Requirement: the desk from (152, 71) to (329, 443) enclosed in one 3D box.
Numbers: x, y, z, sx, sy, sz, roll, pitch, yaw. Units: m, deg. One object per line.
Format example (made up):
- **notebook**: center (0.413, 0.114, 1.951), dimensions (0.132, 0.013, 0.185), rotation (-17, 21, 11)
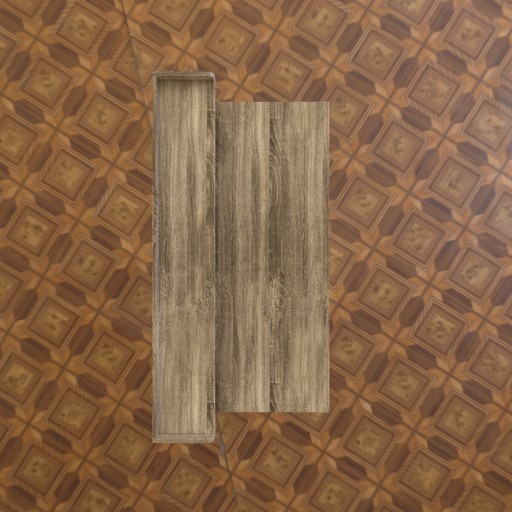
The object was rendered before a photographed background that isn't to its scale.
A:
- **desk**: center (0.000, 0.000, 1.668), dimensions (0.605, 0.899, 1.135), rotation (0, 90, 0)
